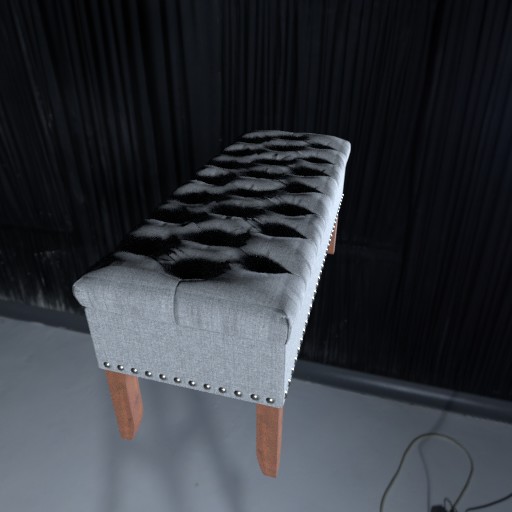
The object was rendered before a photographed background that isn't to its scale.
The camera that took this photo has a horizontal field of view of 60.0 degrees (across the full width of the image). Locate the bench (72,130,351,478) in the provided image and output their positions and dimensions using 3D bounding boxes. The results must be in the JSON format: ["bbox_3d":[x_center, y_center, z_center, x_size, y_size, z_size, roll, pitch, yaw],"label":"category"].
[{"bbox_3d":[0.000,0.000,1.293,0.417,0.470,1.052,8,32,13],"label":"bench"}]
